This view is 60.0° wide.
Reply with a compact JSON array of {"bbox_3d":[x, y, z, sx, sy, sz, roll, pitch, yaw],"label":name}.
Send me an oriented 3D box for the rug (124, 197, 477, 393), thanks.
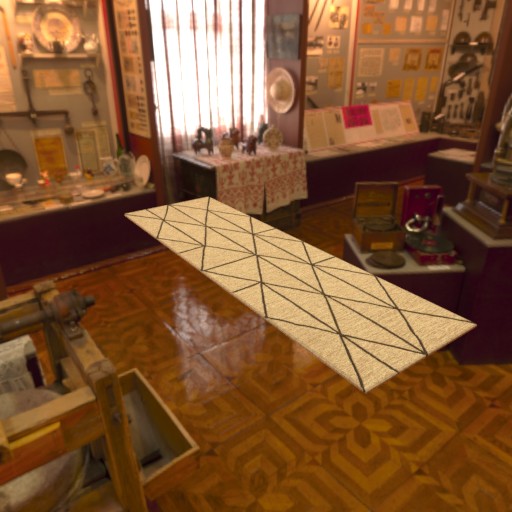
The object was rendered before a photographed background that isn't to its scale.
[{"bbox_3d":[0.000,0.000,2.742,0.762,0.012,2.438,-17,30,-32],"label":"rug"}]
